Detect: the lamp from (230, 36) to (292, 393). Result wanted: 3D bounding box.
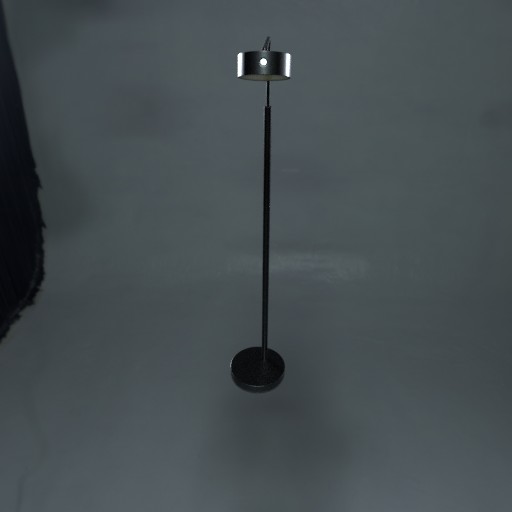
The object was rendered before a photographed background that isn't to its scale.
[{"bbox_3d":[0.000,0.000,1.395,0.219,1.230,0.418,2,32,3],"label":"lamp"}]
